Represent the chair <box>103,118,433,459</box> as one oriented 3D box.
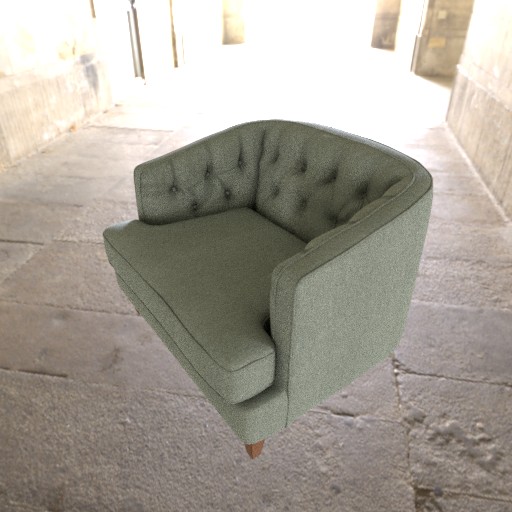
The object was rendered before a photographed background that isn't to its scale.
[{"bbox_3d":[0.000,0.000,1.784,0.945,0.852,1.094,-21,37,-30],"label":"chair"}]
